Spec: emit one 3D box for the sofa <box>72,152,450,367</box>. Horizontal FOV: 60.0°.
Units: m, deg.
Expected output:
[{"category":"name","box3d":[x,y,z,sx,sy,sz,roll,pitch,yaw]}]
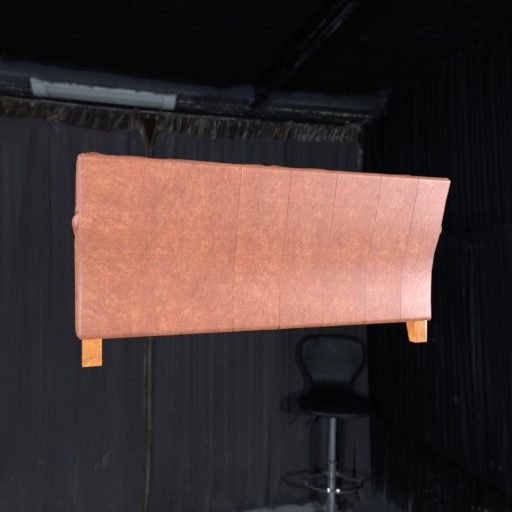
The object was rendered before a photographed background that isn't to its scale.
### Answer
[{"category":"sofa","box3d":[0.000,0.000,2.801,2.144,1.071,1.147,0,0,-18]}]
